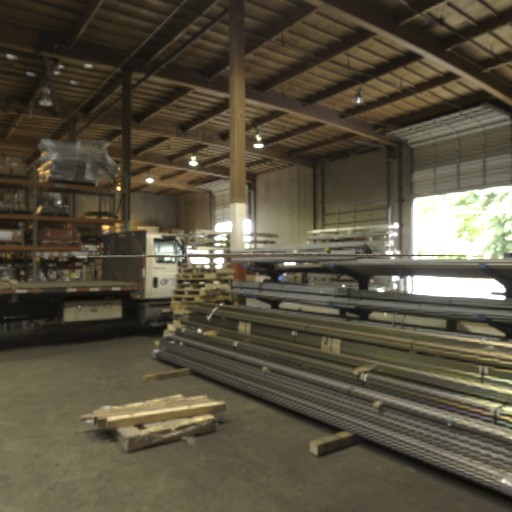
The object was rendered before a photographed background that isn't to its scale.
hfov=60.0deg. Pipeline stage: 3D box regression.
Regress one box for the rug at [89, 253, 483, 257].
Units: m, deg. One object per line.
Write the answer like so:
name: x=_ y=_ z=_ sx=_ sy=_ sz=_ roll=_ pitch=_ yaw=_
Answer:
rug: x=0.000 y=0.000 z=2.253 sx=1.148 sy=0.010 sz=1.754 roll=0 pitch=0 yaw=-38
